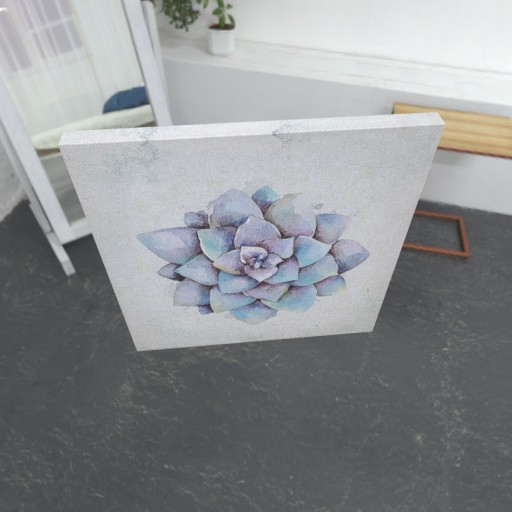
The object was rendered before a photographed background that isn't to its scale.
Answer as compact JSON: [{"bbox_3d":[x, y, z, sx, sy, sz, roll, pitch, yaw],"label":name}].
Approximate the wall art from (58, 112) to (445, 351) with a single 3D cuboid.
[{"bbox_3d":[0.000,0.000,0.935,0.612,0.612,0.040,-4,48,-4],"label":"wall art"}]
